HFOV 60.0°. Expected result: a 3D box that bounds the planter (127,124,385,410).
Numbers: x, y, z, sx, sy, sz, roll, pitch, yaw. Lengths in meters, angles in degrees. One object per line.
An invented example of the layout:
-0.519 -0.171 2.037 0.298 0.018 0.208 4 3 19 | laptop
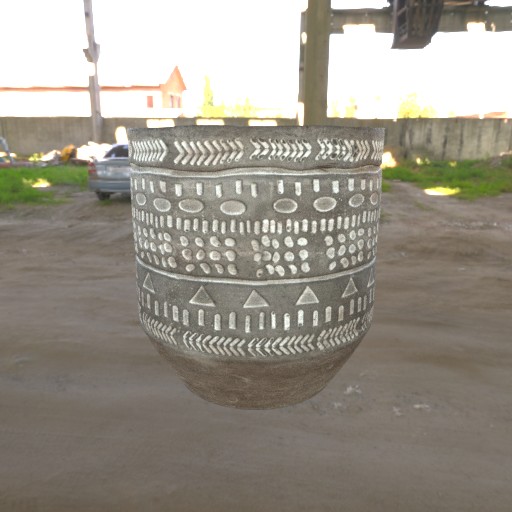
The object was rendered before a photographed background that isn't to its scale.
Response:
0.000 0.000 0.231 0.122 0.128 0.122 0 15 0 | planter
